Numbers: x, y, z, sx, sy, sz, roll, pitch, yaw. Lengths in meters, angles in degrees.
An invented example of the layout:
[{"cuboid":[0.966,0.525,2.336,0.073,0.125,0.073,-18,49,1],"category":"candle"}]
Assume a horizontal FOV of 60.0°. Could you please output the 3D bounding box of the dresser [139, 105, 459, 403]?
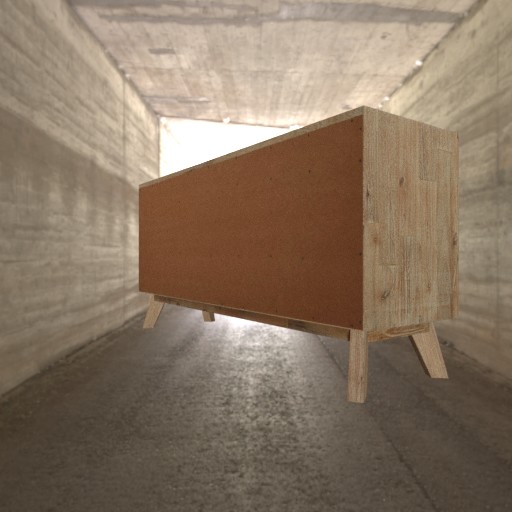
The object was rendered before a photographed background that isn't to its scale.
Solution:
[{"cuboid":[0.000,0.000,1.941,0.455,0.788,1.602,0,0,-36],"category":"dresser"}]
